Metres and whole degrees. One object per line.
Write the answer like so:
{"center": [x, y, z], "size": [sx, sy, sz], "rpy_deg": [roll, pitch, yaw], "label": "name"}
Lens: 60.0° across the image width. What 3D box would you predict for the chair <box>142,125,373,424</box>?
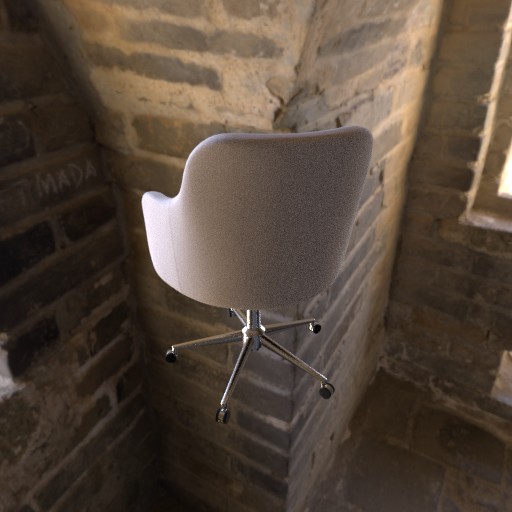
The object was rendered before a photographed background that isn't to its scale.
{"center": [0.000, 0.000, 1.298], "size": [0.602, 0.819, 0.647], "rpy_deg": [-8, 28, -15], "label": "chair"}
